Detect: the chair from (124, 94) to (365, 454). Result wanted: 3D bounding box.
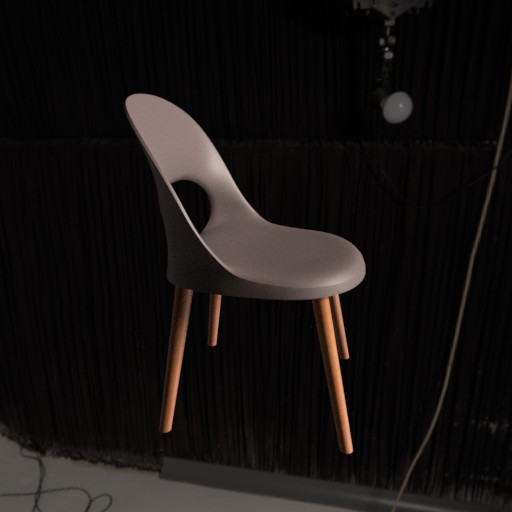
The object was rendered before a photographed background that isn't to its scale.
[{"bbox_3d":[0.000,0.000,1.152,0.556,0.794,0.470,3,18,10],"label":"chair"}]
